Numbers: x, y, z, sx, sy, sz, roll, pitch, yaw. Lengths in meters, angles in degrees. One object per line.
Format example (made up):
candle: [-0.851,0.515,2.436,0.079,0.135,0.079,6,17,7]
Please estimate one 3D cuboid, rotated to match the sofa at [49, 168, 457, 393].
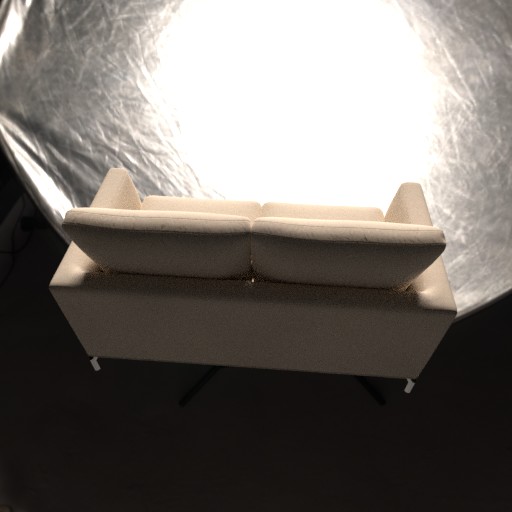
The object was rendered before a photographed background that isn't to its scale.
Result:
sofa: [0.000,0.000,2.305,1.739,0.995,0.906,3,47,3]
